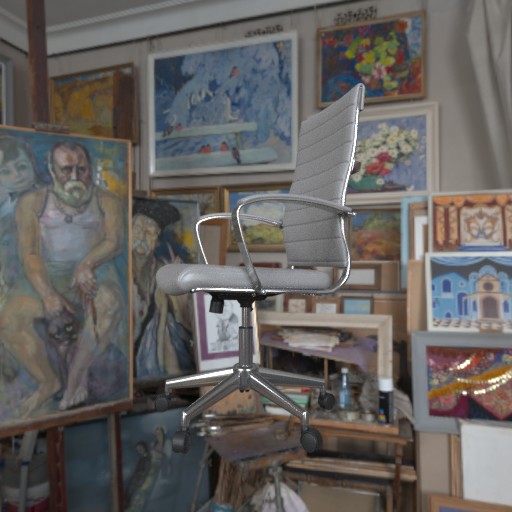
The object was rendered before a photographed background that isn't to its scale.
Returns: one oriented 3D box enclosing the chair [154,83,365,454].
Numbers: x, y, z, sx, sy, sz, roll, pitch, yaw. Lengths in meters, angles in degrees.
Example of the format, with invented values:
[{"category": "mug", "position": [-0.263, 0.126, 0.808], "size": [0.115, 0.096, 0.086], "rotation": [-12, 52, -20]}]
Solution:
[{"category": "chair", "position": [0.000, 0.000, 1.575], "size": [0.667, 1.149, 0.679], "rotation": [0, -1, -20]}]
